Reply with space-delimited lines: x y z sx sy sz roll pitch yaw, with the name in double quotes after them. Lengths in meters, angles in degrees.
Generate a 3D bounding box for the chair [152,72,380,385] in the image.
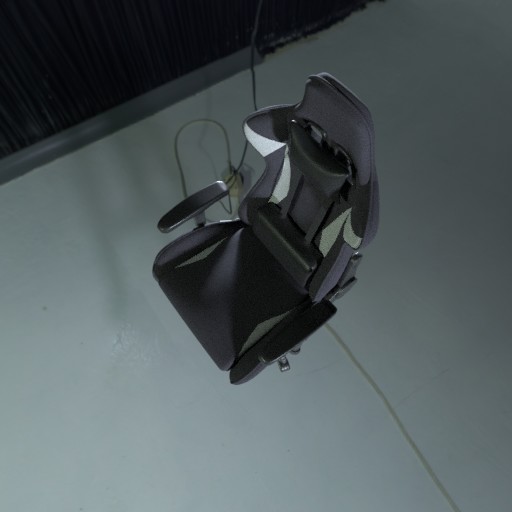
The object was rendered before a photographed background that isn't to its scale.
0.000 0.000 1.687 0.695 1.300 0.730 -35 69 -16 "chair"
